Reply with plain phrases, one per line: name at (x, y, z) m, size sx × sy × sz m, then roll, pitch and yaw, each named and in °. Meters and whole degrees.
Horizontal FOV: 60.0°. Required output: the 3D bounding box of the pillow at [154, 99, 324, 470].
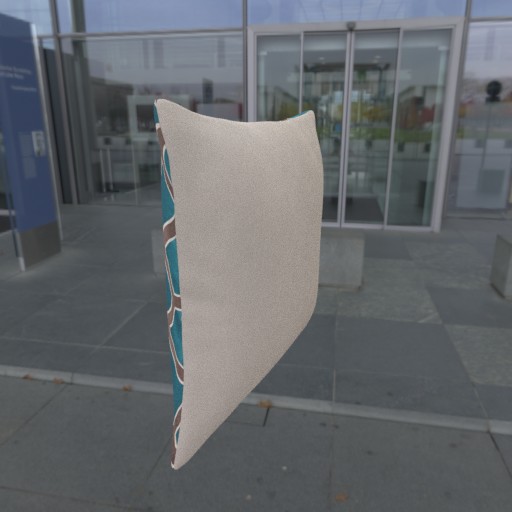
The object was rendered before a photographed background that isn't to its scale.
pillow at (0.000, 0.000, 0.790) m, size 0.166 × 0.507 × 0.526 m, roll 8°, pitch 19°, yaw 25°
